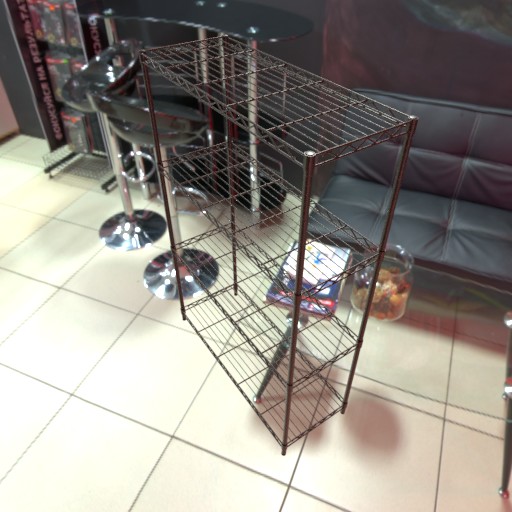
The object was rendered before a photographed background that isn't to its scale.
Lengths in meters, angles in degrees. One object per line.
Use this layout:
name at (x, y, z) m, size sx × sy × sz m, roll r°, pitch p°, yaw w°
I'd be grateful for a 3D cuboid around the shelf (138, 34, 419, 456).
shelf at (0.000, 0.000, 1.729) m, size 0.352 × 1.361 × 0.907 m, roll -24°, pitch 46°, yaw -25°
